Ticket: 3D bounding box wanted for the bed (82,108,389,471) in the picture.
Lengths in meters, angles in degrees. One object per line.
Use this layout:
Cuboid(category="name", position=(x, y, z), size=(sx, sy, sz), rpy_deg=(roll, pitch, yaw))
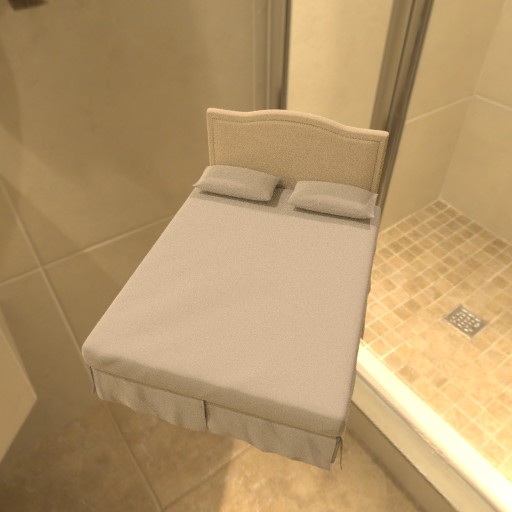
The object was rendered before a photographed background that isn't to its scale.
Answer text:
Cuboid(category="bed", position=(0.000, 0.000, 3.643), size=(1.977, 1.437, 2.477), rpy_deg=(12, 44, 12))
